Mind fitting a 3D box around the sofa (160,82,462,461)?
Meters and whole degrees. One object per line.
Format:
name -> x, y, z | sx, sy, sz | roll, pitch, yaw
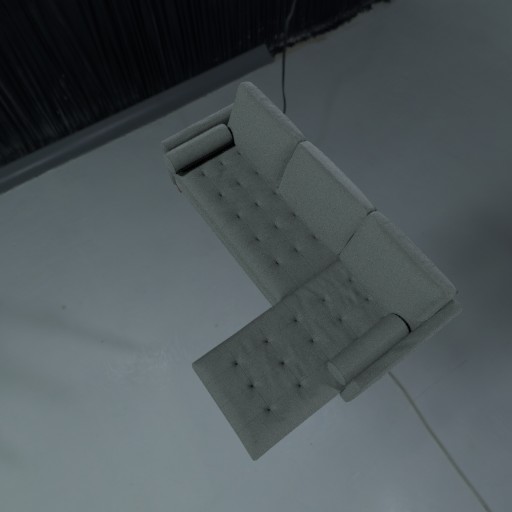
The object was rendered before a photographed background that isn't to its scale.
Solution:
sofa -> 0.000, 0.000, 2.989 | 1.506, 0.876, 2.178 | -33, 69, -15
